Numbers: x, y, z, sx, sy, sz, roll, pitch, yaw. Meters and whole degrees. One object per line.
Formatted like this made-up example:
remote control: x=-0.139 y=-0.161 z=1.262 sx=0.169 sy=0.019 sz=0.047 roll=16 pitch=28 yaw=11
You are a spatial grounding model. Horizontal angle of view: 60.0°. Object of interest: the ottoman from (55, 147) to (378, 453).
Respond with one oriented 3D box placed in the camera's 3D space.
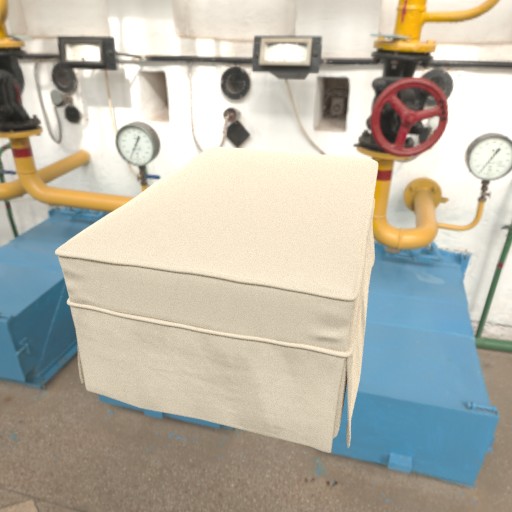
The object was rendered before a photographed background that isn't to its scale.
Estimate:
ottoman: x=0.000 y=0.000 z=1.337 sx=0.703 sy=0.479 sz=0.944 roll=8 pitch=29 yaw=14
